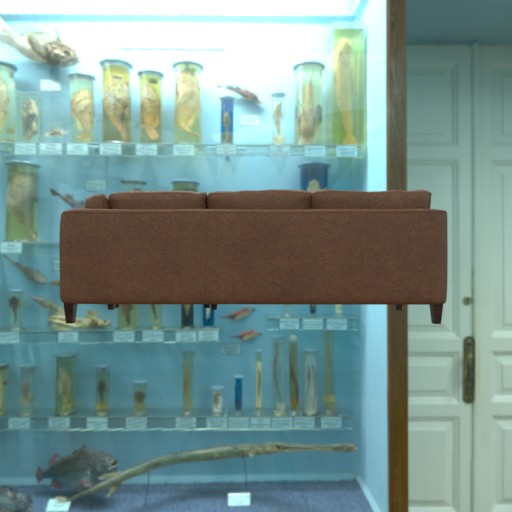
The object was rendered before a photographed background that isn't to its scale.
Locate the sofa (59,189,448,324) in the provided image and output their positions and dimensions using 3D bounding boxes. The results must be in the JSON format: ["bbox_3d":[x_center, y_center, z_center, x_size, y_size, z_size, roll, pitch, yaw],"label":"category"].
[{"bbox_3d":[0.000,0.000,4.603,2.593,0.923,3.460,0,-1,1],"label":"sofa"}]
